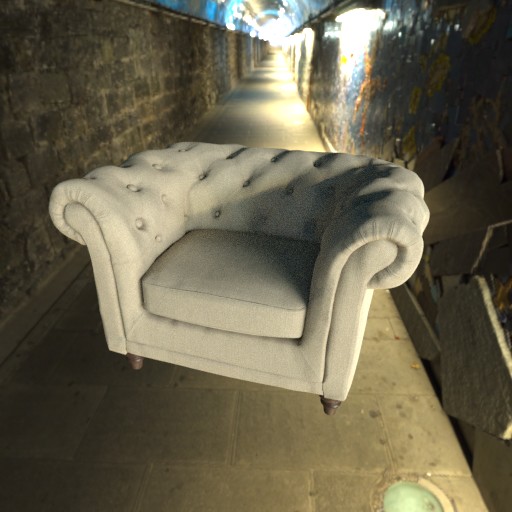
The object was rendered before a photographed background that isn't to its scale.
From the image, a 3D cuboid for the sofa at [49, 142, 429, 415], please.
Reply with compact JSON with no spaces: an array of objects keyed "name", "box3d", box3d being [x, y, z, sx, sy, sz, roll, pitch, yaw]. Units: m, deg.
[{"name":"sofa","box3d":[0.000,0.000,2.050,1.405,0.878,1.034,8,27,16]}]
